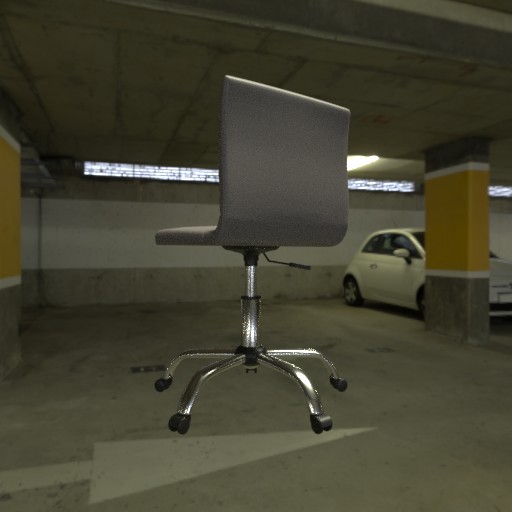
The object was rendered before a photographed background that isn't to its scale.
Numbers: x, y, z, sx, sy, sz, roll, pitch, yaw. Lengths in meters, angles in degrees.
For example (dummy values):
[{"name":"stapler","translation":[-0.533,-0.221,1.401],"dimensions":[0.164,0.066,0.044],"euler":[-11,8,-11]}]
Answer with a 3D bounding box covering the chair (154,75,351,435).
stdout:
[{"name":"chair","translation":[0.000,0.000,1.180],"dimensions":[0.556,0.780,0.530],"euler":[0,0,-36]}]
